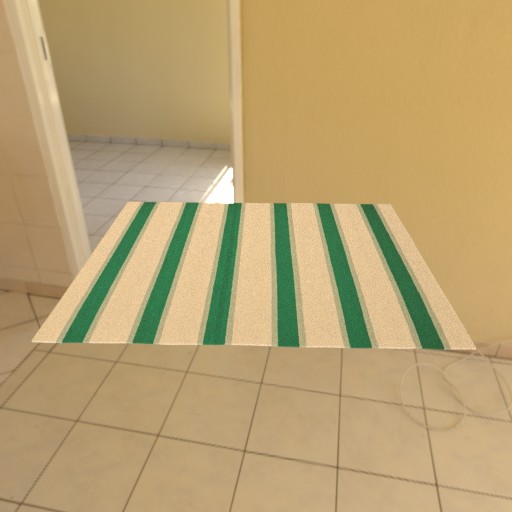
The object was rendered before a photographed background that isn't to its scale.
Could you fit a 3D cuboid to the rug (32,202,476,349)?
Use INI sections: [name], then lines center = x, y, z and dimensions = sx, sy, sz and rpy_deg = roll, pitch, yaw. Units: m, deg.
[rug]
center = 0.000, 0.000, 4.066
dimensions = 3.041, 0.019, 2.434
rpy_deg = 1, 30, 1
